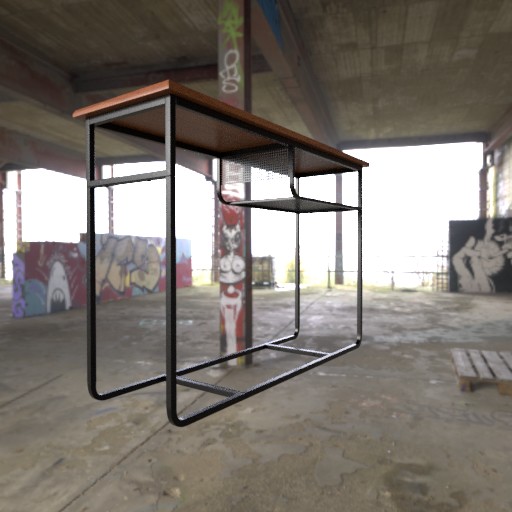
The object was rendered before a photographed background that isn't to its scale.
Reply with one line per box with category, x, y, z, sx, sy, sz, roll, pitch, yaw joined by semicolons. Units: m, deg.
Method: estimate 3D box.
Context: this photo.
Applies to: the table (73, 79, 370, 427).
table;0.000;0.000;1.472;0.350;0.750;1.100;1;1;36
